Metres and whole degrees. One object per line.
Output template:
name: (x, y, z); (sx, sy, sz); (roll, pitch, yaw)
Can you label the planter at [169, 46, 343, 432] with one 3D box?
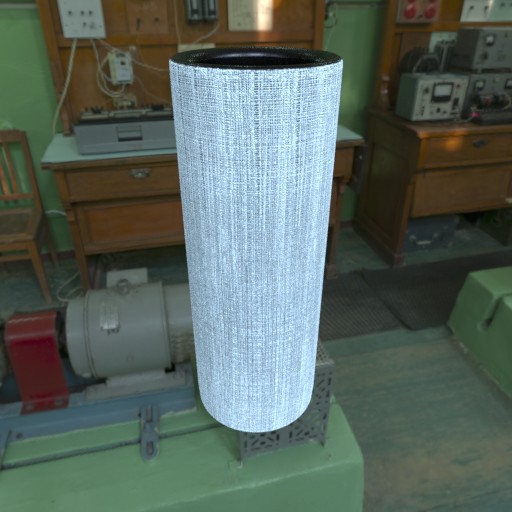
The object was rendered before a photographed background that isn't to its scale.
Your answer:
planter: (0.000, 0.000, 0.325); (0.100, 0.270, 0.100); (-8, 31, -13)
